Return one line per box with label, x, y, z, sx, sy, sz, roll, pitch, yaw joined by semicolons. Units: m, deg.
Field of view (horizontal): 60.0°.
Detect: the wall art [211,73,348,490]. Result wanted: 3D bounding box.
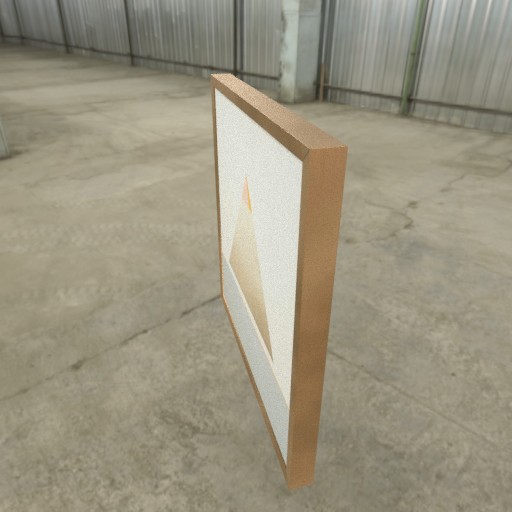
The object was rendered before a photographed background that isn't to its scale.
wall art;0.000;0.000;0.749;0.038;0.511;0.513;-8;30;-13
